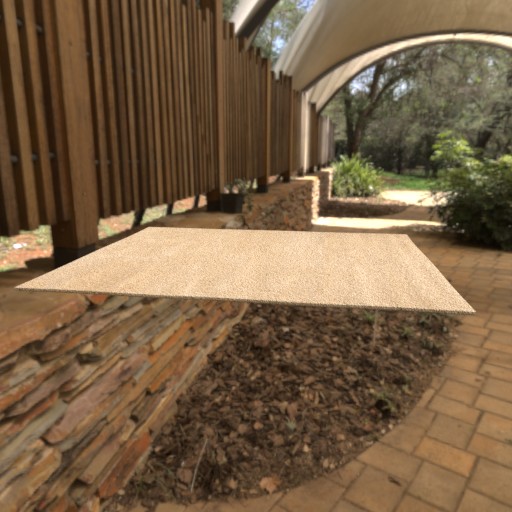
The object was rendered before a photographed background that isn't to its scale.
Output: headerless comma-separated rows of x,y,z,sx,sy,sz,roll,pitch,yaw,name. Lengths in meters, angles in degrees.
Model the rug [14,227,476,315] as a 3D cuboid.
0.000,0.000,3.982,3.000,0.025,2.400,2,14,9,rug
